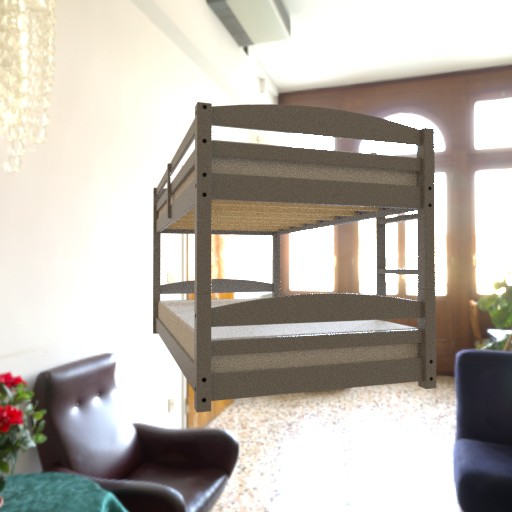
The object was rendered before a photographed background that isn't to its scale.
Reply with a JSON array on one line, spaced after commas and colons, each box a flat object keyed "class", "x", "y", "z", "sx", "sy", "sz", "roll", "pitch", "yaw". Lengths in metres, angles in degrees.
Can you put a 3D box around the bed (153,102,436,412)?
[{"class": "bed", "x": 0.000, "y": 0.000, "z": 2.780, "sx": 1.105, "sy": 1.206, "sz": 2.013, "roll": 0, "pitch": -1, "yaw": -18}]
